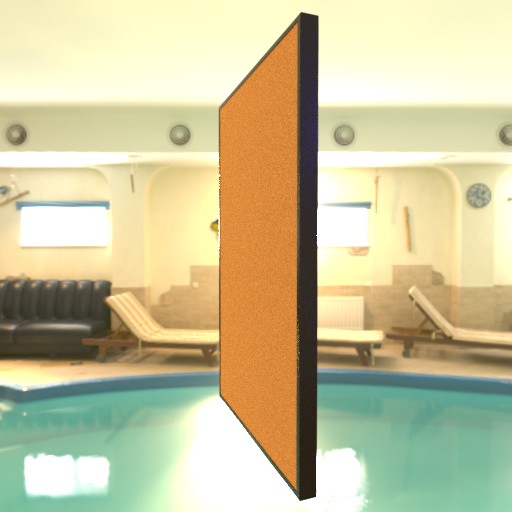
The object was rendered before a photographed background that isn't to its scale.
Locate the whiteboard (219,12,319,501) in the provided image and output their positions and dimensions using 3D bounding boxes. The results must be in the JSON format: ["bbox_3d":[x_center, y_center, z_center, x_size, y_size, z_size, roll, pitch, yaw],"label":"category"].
[{"bbox_3d":[0.000,0.000,0.747,0.026,0.611,0.406,-1,2,-19],"label":"whiteboard"}]
